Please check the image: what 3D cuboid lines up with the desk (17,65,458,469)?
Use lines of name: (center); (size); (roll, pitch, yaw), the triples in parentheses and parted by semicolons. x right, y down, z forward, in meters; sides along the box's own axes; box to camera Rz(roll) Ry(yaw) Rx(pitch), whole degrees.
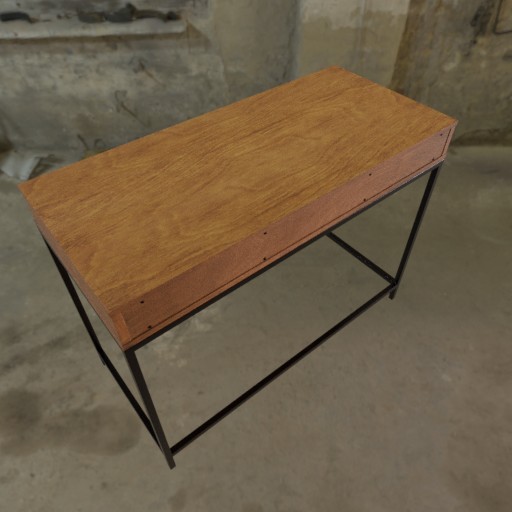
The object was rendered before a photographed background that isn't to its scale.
desk: (0.000, 0.000, 1.366); (1.016, 0.762, 0.470); (-30, 53, -26)
